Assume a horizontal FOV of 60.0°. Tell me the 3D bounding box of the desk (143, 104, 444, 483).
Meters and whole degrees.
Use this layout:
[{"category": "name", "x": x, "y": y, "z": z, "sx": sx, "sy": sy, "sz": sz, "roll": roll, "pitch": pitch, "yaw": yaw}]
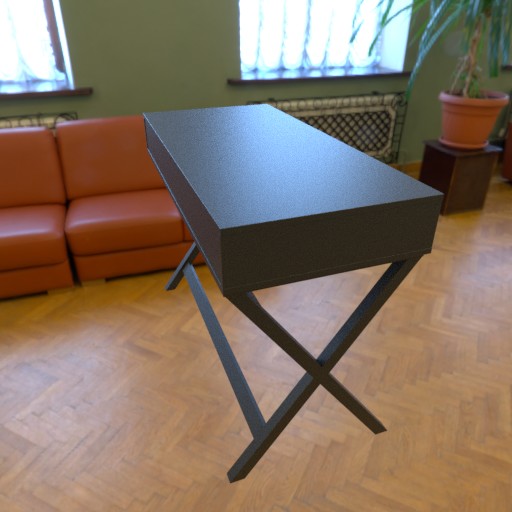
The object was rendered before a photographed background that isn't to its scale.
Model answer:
[{"category": "desk", "x": 0.000, "y": 0.000, "z": 1.513, "sx": 0.525, "sy": 0.780, "sz": 1.057, "roll": -10, "pitch": 31, "yaw": -17}]
